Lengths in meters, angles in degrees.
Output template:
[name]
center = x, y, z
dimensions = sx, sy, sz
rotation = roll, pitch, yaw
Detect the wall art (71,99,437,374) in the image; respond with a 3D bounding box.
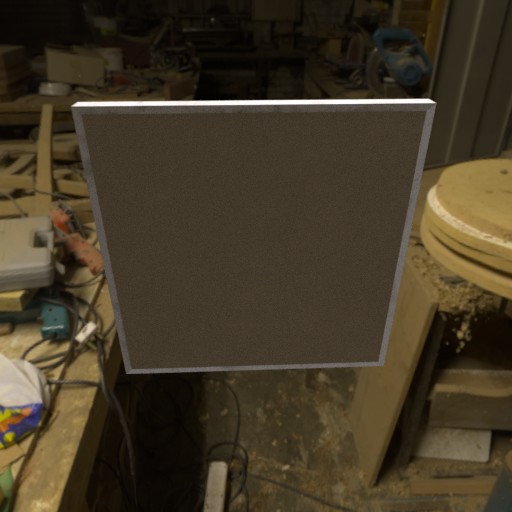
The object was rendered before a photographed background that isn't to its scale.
[wall art]
center = 0.000, 0.000, 0.757
dimensions = 0.508, 0.506, 0.029
rotation = -1, 31, -2
